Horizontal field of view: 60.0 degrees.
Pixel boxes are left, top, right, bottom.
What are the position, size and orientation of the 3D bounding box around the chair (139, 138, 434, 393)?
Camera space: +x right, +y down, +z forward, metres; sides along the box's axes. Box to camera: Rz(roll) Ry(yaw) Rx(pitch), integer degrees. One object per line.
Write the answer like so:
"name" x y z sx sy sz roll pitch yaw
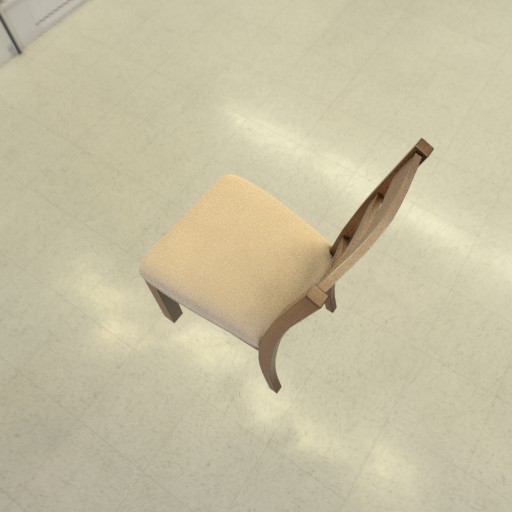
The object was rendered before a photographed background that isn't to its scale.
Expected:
"chair" 0.000 0.000 1.272 0.581 0.949 0.461 33 68 16
